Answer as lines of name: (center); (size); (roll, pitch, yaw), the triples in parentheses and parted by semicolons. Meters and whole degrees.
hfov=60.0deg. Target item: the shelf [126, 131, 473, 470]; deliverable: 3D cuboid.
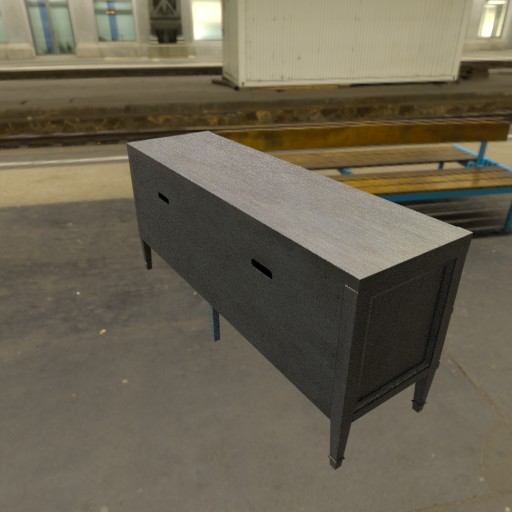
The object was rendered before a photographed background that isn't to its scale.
shelf: (0.000, 0.000, 1.914); (0.479, 0.719, 1.575); (-18, 33, -30)
